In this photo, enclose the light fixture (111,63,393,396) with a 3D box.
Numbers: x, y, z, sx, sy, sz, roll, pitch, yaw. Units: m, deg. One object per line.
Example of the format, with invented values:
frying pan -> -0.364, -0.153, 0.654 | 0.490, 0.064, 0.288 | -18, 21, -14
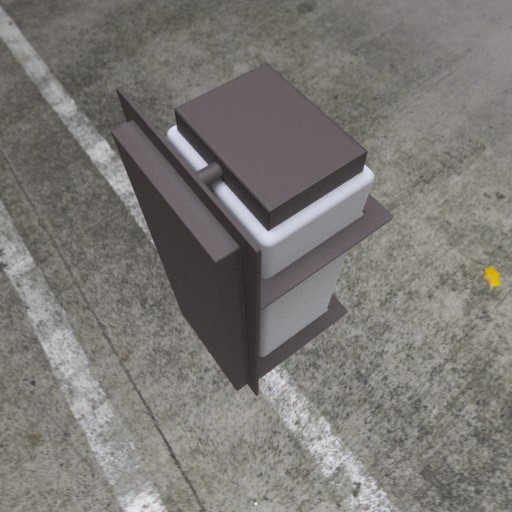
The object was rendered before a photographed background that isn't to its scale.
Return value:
light fixture -> 0.000, 0.000, 0.423 | 0.146, 0.347, 0.153 | -33, 66, -17
